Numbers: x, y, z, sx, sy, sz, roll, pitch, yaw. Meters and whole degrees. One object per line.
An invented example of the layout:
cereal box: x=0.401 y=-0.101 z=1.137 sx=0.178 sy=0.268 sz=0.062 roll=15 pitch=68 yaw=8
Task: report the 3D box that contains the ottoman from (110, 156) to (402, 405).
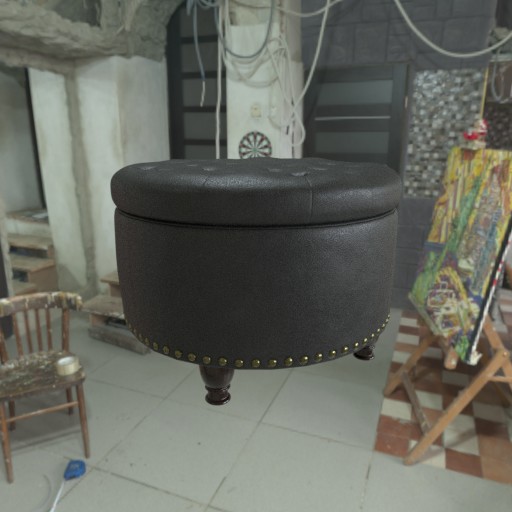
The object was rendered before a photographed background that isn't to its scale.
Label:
ottoman: x=0.000 y=0.000 z=1.062 sx=0.637 sy=0.442 sz=0.637 roll=0 pitch=15 yaw=0
